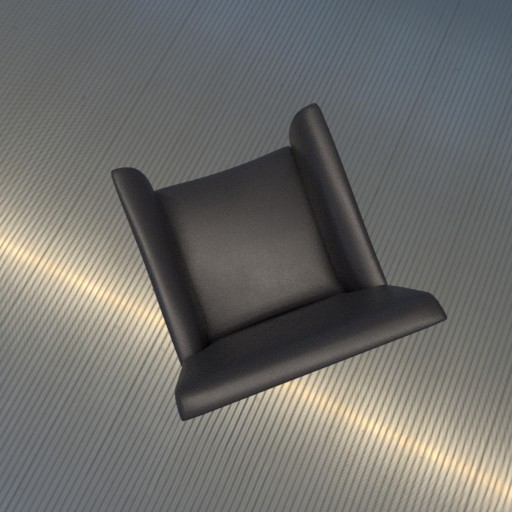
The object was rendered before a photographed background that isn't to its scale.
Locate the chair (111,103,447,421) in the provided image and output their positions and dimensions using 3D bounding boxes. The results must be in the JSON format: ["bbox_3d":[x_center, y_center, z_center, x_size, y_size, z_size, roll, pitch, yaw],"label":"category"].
[{"bbox_3d":[0.000,0.000,1.475,0.683,0.951,0.772,-20,77,-5],"label":"chair"}]
